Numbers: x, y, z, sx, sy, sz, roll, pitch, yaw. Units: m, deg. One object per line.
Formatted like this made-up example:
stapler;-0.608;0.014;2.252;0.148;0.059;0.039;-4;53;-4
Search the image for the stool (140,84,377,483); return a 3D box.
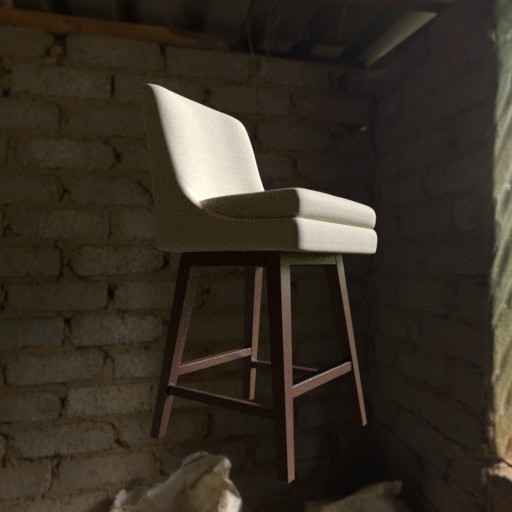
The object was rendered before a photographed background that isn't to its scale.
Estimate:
stool;0.000;0.000;1.277;0.559;0.991;0.483;-1;-1;36
